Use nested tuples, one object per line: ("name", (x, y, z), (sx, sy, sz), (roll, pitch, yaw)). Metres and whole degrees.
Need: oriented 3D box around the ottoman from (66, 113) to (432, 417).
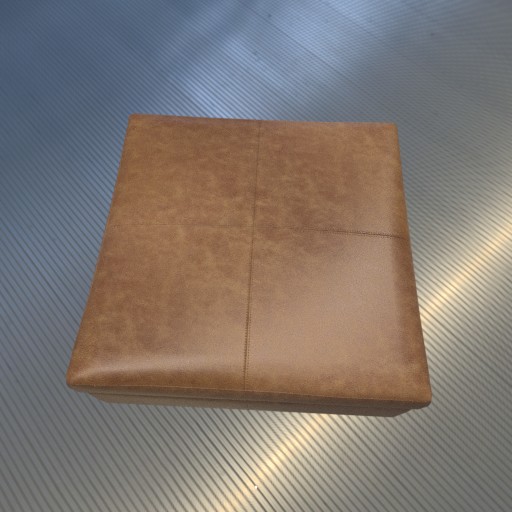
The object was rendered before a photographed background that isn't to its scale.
("ottoman", (0.000, 0.000, 1.803), (1.168, 0.483, 1.169), (2, 62, 1))
